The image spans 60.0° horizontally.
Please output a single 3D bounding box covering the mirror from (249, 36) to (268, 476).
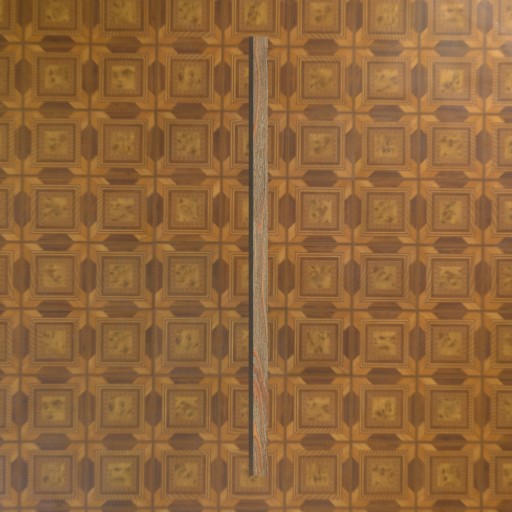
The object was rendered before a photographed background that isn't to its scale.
[{"bbox_3d":[0.000,0.000,1.177,0.032,0.882,0.730,0,90,0],"label":"mirror"}]
